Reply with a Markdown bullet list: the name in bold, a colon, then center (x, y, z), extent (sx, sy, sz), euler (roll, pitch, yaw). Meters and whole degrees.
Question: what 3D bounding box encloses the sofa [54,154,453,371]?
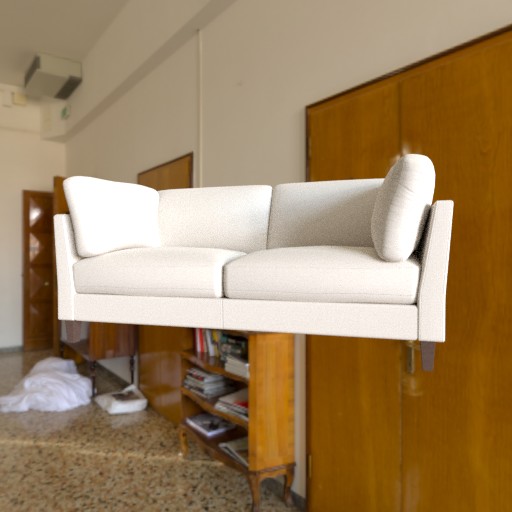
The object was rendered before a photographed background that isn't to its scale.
- **sofa**: center (0.000, 0.000, 2.272), extent (1.776, 0.836, 0.970), euler (0, 0, 19)
